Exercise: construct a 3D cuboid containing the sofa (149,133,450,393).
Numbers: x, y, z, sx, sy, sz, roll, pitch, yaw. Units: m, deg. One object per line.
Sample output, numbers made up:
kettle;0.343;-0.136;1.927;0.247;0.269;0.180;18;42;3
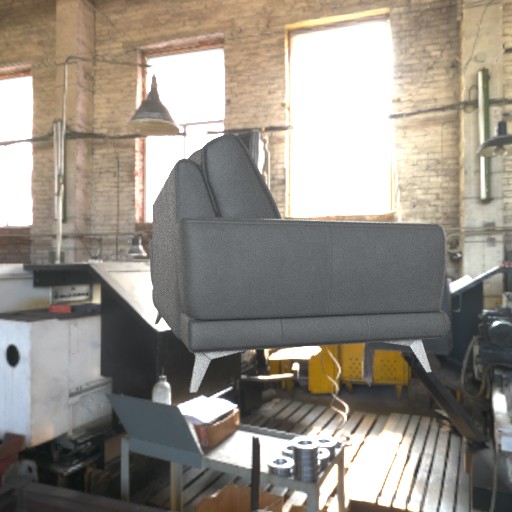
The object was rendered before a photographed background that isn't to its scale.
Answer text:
sofa;0.000;0.000;2.358;1.018;0.907;1.806;0;-1;-17
